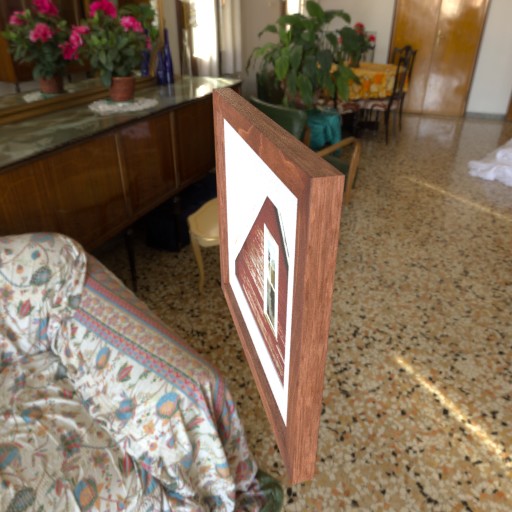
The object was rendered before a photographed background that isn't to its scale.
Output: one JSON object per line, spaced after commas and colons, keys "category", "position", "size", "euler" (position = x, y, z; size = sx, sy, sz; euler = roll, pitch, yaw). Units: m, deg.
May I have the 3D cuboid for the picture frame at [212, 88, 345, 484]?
{"category": "picture frame", "position": [0.000, 0.000, 0.539], "size": [0.025, 0.330, 0.381], "euler": [-7, 30, -13]}
